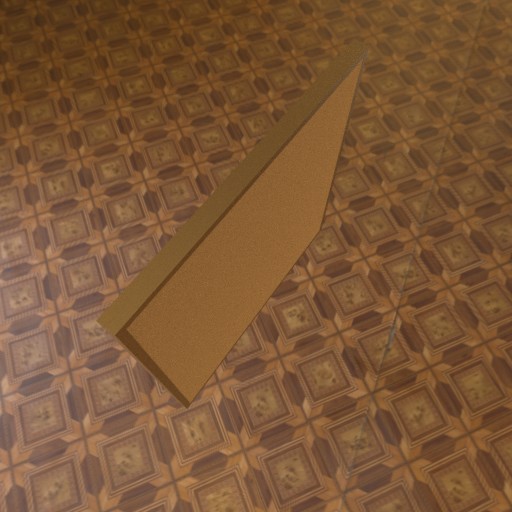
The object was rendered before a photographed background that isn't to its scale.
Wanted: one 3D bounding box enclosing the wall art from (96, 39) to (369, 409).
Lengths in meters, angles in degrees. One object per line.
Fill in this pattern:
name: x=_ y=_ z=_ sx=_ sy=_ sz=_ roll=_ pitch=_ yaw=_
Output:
wall art: x=0.000 y=0.000 z=1.130 sx=0.038 sy=0.762 sz=0.762 roll=33 pitch=68 yaw=15
